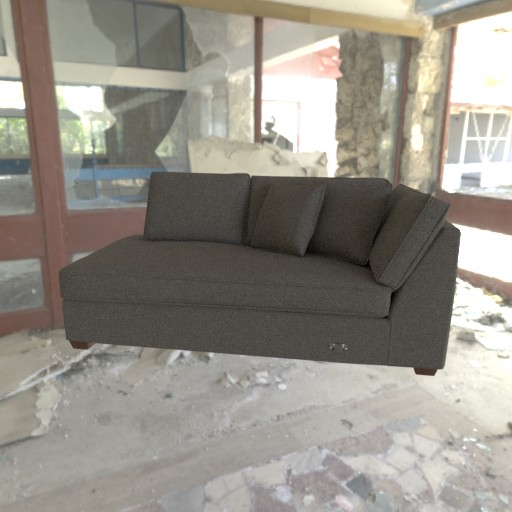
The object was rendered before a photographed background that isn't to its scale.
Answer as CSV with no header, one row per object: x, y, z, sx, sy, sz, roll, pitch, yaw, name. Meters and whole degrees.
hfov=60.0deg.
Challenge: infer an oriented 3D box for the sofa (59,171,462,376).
0.000,0.000,2.912,2.237,1.033,1.110,2,14,10,sofa
